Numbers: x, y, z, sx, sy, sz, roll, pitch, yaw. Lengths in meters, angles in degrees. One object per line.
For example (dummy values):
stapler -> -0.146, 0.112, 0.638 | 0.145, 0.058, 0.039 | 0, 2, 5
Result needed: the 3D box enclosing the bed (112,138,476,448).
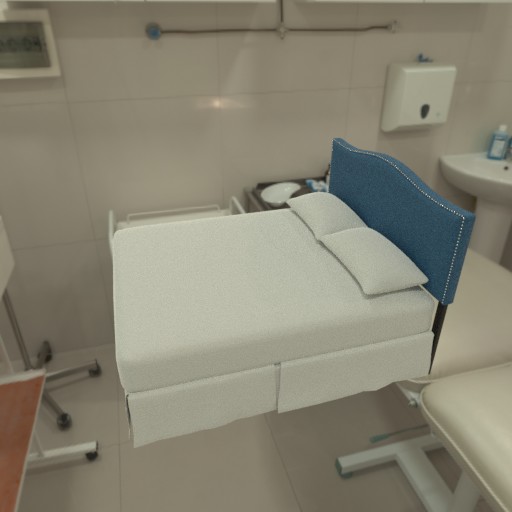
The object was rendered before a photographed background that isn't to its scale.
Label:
bed -> 0.000, 0.000, 2.924 | 1.872, 1.169, 1.610 | -8, 31, -14
